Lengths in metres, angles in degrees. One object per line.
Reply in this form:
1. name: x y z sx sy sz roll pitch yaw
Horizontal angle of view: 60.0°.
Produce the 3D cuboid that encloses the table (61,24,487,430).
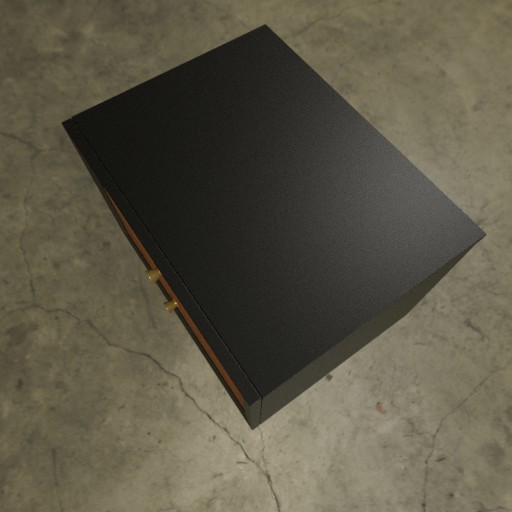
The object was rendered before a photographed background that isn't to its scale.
1. table: 0.000 0.000 0.965 0.441 0.584 0.564 -32 69 -14
